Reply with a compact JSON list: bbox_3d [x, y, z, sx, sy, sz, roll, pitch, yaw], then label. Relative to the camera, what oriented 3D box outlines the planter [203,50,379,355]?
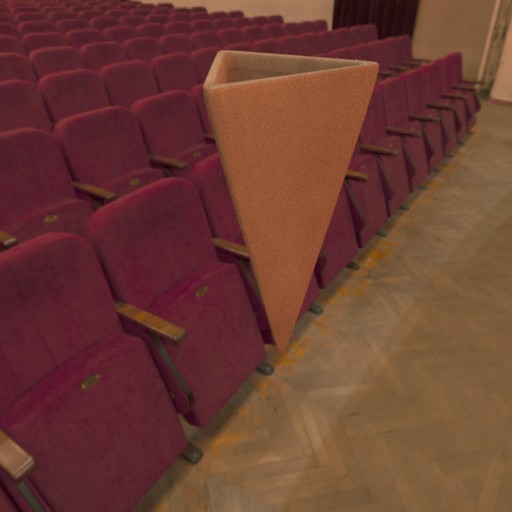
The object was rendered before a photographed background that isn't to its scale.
[{"bbox_3d":[0.000,0.000,0.279,0.101,0.224,0.081,19,35,28],"label":"planter"}]
